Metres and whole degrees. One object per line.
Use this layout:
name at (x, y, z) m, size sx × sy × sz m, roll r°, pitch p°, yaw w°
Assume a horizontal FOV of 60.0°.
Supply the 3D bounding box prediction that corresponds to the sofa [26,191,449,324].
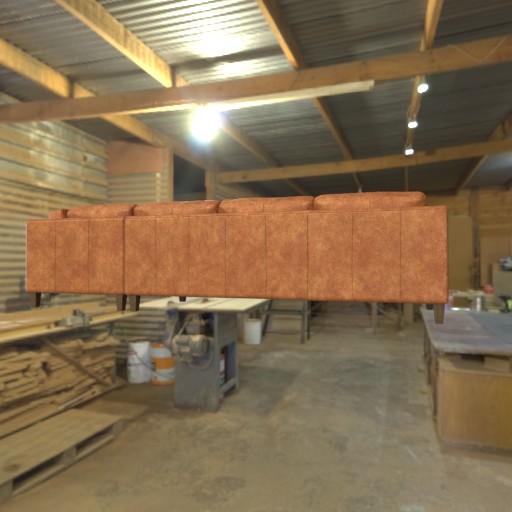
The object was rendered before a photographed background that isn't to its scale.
sofa at (0.000, 0.000, 4.235) m, size 3.167 × 0.838 × 2.438 m, roll 0°, pitch 0°, yaw 18°
